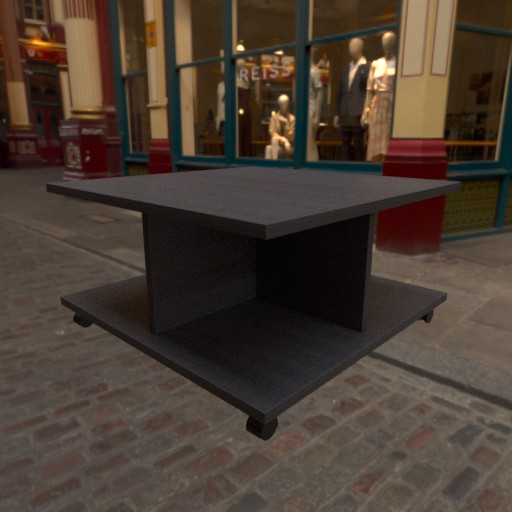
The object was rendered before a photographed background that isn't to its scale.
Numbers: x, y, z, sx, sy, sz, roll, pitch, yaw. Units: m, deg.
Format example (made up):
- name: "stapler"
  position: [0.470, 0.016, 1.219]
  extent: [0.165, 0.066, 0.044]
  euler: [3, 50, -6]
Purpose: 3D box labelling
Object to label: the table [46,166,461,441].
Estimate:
- name: "table"
  position: [0.000, 0.000, 1.201]
  extent: [0.762, 0.396, 0.762]
  euler: [14, 21, 41]
